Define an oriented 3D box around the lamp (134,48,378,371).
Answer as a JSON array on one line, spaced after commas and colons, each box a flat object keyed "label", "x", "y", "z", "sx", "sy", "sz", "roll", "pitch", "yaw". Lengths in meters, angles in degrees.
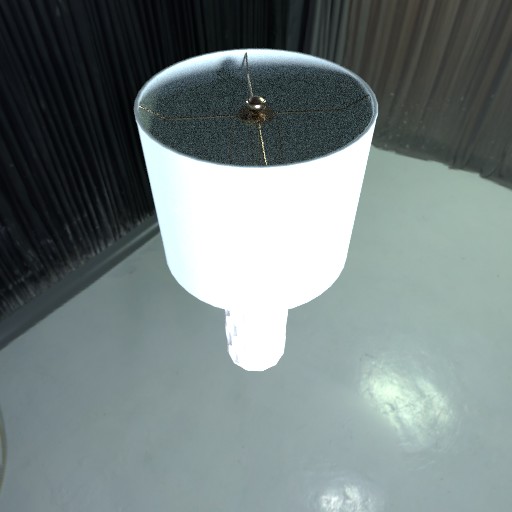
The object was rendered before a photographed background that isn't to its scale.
[{"label": "lamp", "x": 0.000, "y": 0.000, "z": 0.705, "sx": 0.277, "sy": 0.534, "sz": 0.277, "roll": 25, "pitch": 52, "yaw": 22}]
